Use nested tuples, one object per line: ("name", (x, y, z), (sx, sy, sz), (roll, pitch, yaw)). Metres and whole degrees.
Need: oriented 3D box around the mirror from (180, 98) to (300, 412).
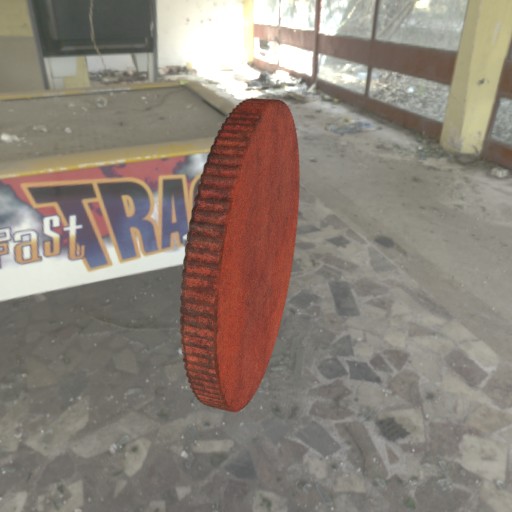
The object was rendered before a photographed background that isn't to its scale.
("mirror", (0.000, 0.000, 0.910), (0.056, 0.609, 0.609), (8, 31, 14))
